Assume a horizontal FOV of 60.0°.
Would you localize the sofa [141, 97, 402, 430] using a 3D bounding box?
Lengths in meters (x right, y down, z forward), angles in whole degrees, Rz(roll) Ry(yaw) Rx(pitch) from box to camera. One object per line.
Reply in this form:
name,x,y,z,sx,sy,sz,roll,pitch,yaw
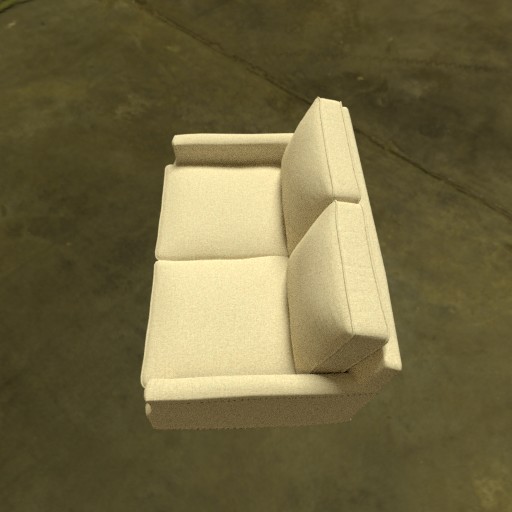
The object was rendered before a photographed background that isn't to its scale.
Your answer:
sofa,0.000,0.000,2.348,1.084,1.003,1.597,-1,57,-1
